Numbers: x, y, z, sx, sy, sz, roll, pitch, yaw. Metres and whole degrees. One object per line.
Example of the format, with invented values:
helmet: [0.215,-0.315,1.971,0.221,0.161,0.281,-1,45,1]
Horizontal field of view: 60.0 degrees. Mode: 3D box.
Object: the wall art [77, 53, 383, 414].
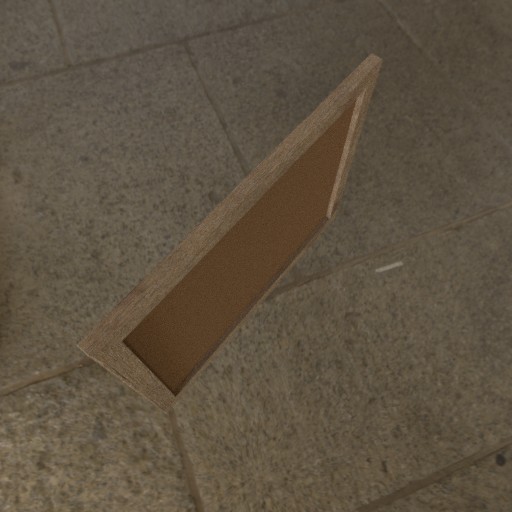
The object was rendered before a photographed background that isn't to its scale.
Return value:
wall art: [0.000,0.000,0.915,0.026,0.535,0.690,36,69,17]
